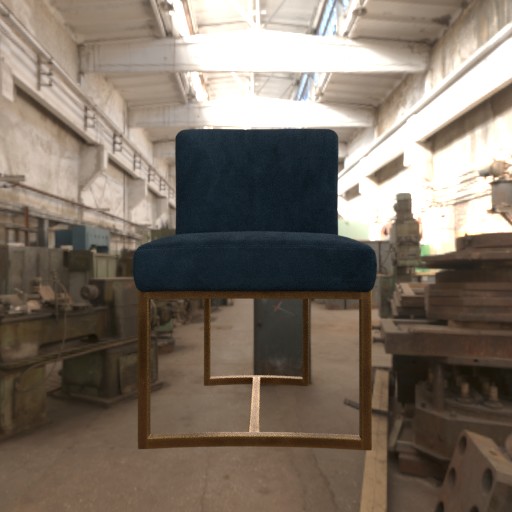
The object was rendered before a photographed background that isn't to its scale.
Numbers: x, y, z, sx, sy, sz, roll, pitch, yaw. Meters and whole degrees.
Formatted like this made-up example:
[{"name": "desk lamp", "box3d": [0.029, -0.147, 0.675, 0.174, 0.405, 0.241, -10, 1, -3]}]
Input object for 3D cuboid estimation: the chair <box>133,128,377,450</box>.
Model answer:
[{"name": "chair", "box3d": [0.000, 0.000, 1.197, 0.530, 0.824, 0.560, 0, 0, 1]}]
